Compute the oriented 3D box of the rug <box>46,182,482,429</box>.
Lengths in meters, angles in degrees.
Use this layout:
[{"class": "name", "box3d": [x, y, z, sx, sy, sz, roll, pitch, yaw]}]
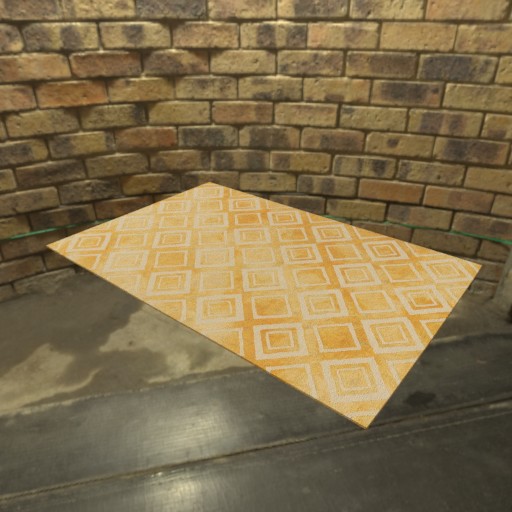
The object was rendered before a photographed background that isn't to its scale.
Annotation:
[{"class": "rug", "box3d": [0.000, 0.000, 2.218, 1.829, 0.010, 1.213, 22, 36, 33]}]
